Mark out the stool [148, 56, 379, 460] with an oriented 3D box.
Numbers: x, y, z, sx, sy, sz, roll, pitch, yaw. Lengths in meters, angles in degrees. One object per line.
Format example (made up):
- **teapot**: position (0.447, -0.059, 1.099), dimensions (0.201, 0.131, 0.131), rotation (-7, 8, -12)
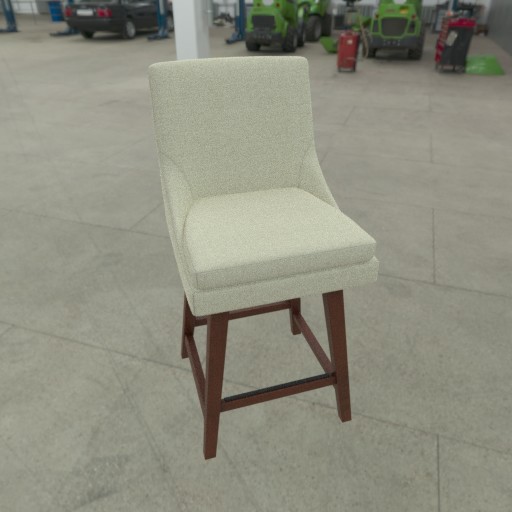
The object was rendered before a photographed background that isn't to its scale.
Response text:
- **stool**: position (0.000, 0.000, 1.279), dimensions (0.469, 0.991, 0.559), rotation (-9, 33, -14)
